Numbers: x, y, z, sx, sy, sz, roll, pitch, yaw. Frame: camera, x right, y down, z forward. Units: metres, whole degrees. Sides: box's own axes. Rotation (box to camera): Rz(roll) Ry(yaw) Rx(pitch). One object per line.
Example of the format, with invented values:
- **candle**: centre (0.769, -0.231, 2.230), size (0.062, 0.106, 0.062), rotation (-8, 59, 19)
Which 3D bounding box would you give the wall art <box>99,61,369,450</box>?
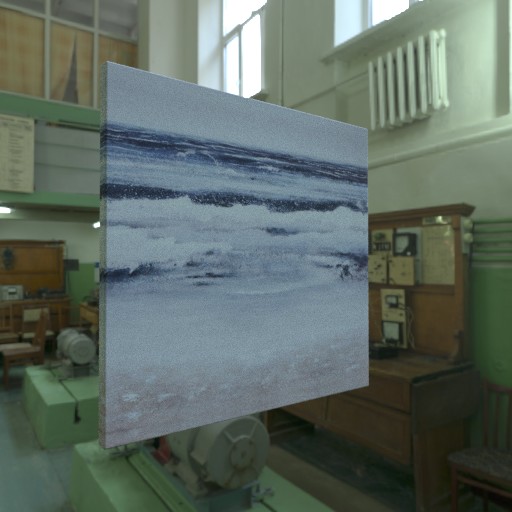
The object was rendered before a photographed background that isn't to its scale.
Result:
- **wall art**: centre (0.000, 0.000, 1.091), size (0.755, 0.747, 0.065), rotation (1, -1, -35)
